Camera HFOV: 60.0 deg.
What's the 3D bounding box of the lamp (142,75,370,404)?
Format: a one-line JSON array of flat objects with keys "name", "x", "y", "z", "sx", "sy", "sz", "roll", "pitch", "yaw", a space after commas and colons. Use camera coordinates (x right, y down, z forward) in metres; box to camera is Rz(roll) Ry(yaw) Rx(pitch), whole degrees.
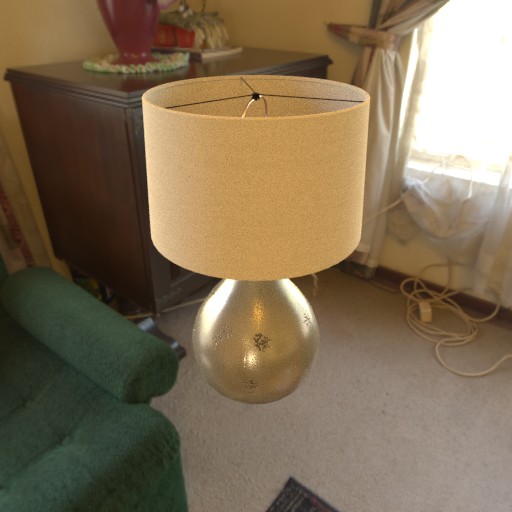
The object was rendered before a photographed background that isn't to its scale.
[{"name": "lamp", "x": 0.000, "y": 0.000, "z": 0.740, "sx": 0.330, "sy": 0.521, "sz": 0.330, "roll": 0, "pitch": 30, "yaw": 0}]
